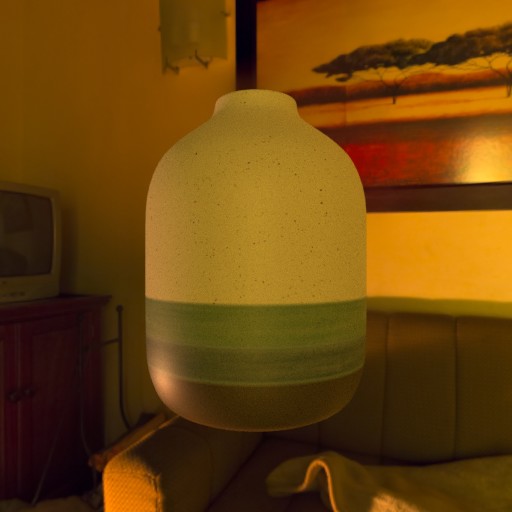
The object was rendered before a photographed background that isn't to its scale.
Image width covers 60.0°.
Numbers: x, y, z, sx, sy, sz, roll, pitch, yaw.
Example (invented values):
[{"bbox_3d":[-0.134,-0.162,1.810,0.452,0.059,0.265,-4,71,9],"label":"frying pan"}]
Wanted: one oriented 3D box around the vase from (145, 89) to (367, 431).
[{"bbox_3d":[0.000,0.000,0.350,0.169,0.240,0.169,0,0,0],"label":"vase"}]
